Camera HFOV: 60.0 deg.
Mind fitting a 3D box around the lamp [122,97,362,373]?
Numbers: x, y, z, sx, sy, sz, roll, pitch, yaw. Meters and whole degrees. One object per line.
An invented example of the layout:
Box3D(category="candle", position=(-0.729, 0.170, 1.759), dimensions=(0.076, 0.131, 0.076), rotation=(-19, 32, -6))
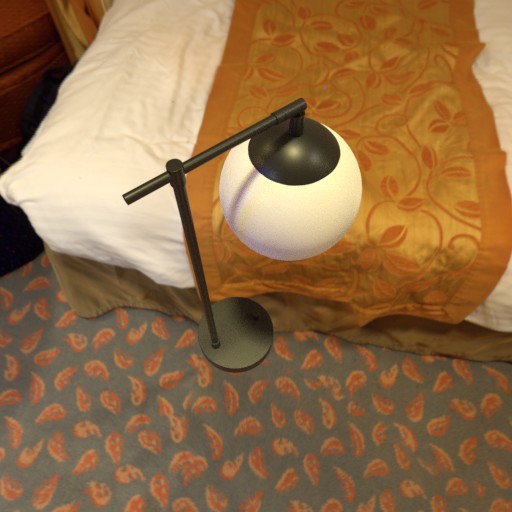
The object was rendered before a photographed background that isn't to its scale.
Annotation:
Box3D(category="lamp", position=(0.000, 0.000, 0.706), dimensions=(0.316, 0.559, 0.197), rotation=(-33, 65, -18))
